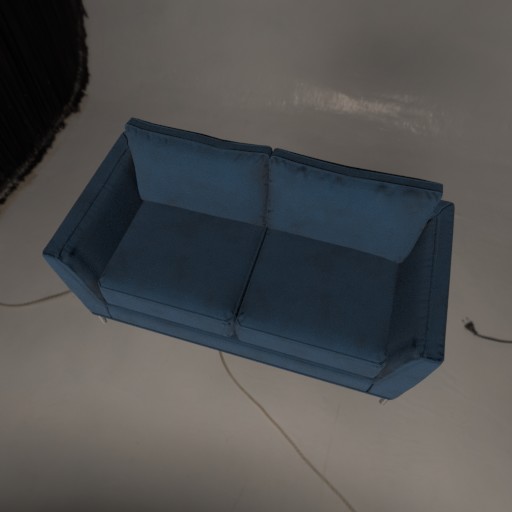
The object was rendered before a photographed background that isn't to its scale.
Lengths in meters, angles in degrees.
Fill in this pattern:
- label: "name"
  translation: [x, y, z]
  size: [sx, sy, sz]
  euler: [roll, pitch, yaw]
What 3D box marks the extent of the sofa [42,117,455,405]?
- label: "sofa"
  translation: [0.000, 0.000, 2.267]
  size: [1.770, 1.002, 0.853]
  euler: [14, 58, 9]
